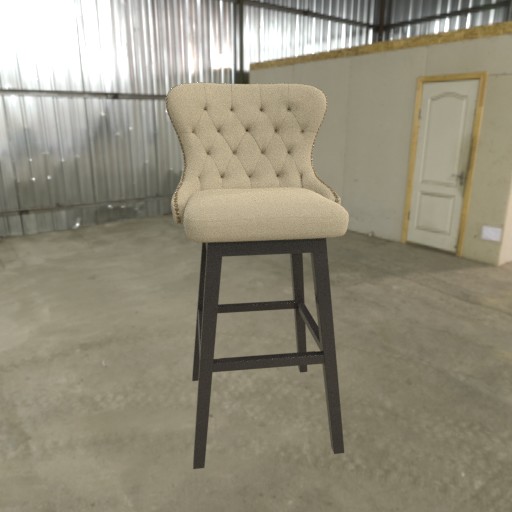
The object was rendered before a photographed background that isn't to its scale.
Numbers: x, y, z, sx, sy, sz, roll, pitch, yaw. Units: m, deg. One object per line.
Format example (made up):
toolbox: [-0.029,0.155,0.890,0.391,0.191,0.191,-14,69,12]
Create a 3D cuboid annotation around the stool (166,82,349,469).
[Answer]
stool: [0.000,0.000,1.417,0.528,1.066,0.605,-3,18,-8]
